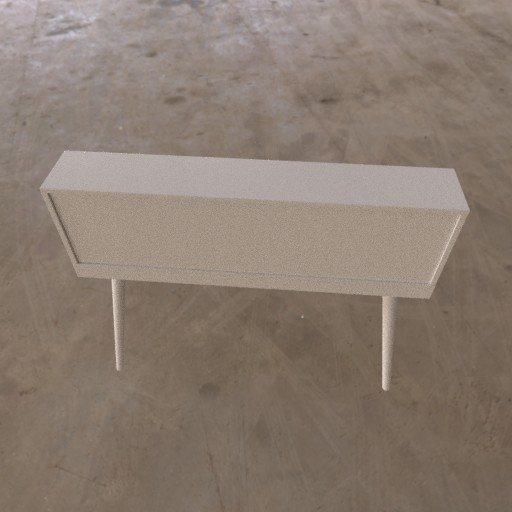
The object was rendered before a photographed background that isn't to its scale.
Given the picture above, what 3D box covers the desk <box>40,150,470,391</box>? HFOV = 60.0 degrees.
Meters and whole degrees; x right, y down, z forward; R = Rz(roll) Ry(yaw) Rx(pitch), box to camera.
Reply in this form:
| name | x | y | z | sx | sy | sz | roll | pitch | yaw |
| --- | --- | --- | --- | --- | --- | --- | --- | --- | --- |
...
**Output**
| name | x | y | z | sx | sy | sz | roll | pitch | yaw |
| --- | --- | --- | --- | --- | --- | --- | --- | --- | --- |
| desk | 0.000 | 0.000 | 1.758 | 1.199 | 0.990 | 0.559 | 3 | 47 | 3 |
